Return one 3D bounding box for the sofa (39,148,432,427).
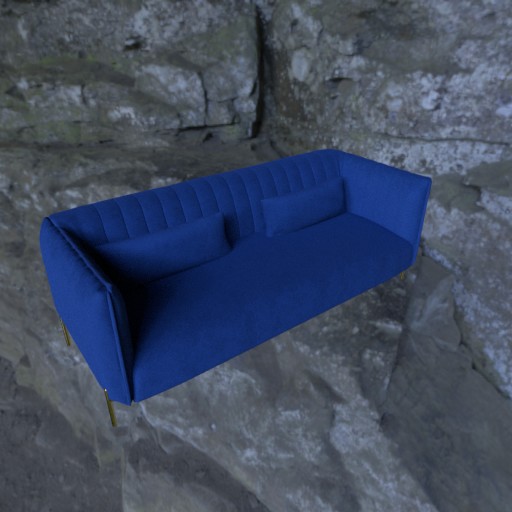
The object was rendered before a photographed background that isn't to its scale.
[{"bbox_3d":[0.000,0.000,2.606,2.136,0.793,0.896,-20,35,-31],"label":"sofa"}]
